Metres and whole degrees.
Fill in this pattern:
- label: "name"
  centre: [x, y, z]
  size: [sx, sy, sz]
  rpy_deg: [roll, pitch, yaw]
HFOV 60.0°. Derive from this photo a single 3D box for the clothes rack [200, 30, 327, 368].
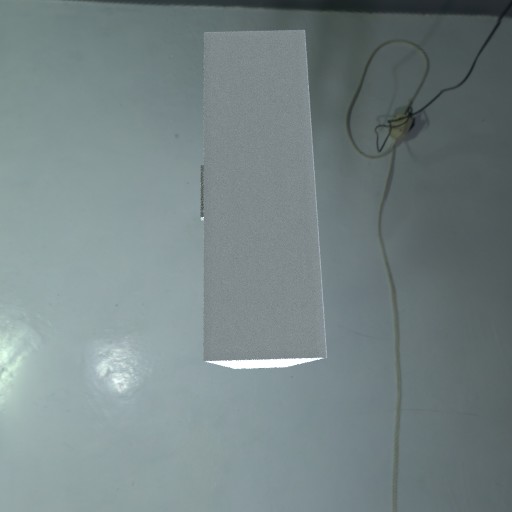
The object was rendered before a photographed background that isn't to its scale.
- label: "clothes rack"
  centre: [0.000, 0.000, 1.561]
  size: [0.250, 1.280, 0.750]
  rpy_deg: [-2, 75, 0]
